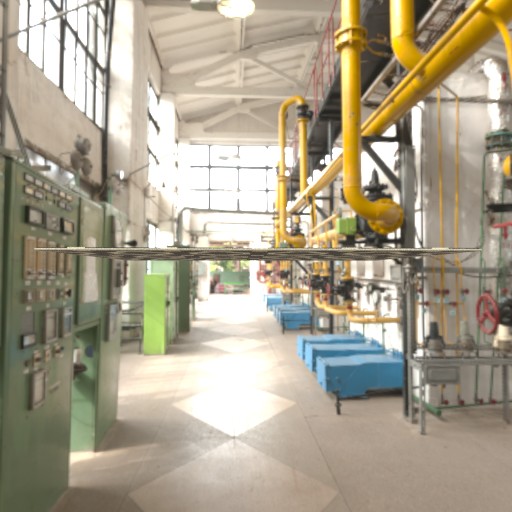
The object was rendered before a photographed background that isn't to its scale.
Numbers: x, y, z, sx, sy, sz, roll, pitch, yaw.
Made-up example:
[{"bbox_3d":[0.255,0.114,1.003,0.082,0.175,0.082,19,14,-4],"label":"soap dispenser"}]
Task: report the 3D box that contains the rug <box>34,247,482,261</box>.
[{"bbox_3d":[0.000,0.000,4.240,3.049,0.021,2.466,0,-2,-2],"label":"rug"}]
